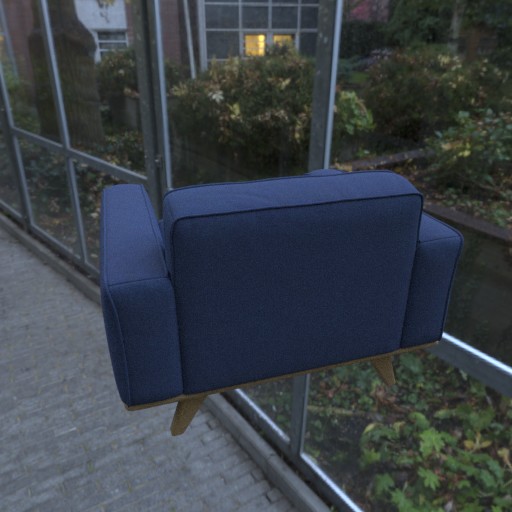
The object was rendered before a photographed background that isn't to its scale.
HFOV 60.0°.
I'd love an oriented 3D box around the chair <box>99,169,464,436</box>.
[{"bbox_3d":[0.000,0.000,1.704,1.118,0.783,0.953,-8,26,-16],"label":"chair"}]
